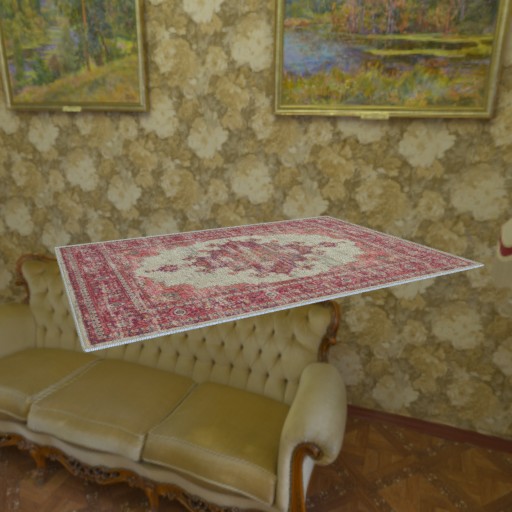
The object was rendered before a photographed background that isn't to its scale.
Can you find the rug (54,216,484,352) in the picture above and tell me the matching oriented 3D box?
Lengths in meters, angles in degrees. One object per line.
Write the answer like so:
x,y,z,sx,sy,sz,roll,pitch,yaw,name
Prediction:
0.000,0.000,3.586,2.878,0.014,2.005,-9,19,-26,rug
